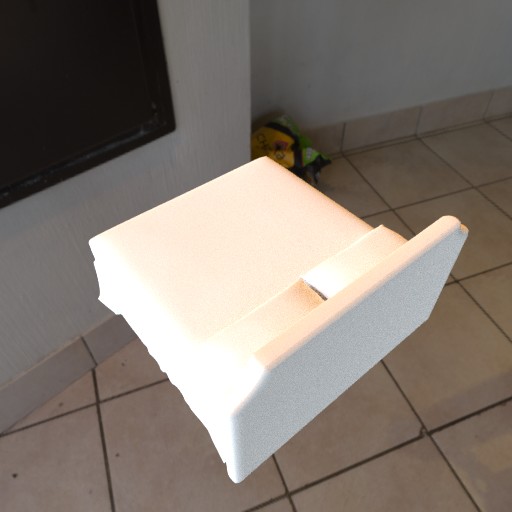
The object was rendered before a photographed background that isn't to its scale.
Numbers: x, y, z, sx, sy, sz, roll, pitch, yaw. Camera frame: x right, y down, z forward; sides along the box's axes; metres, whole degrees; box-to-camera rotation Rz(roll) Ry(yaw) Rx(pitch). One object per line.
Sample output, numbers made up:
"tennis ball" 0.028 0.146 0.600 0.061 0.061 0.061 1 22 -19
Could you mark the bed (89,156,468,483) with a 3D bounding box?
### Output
"bed" 0.000 0.000 3.566 2.160 1.301 2.204 -31 54 -26
